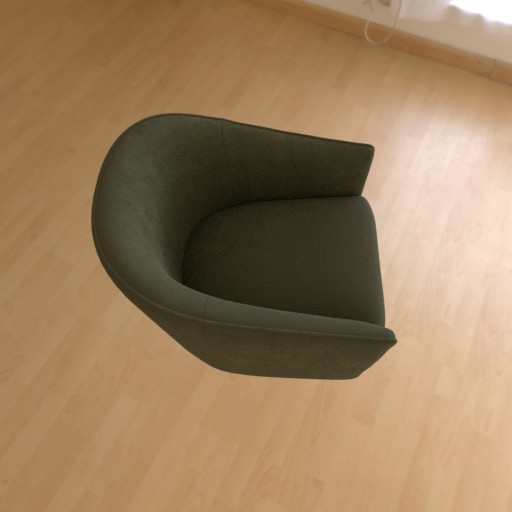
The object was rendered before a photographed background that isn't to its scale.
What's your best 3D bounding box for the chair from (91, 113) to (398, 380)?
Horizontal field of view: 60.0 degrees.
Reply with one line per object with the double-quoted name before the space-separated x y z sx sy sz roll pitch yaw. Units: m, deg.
"chair" 0.000 0.000 1.530 0.875 0.799 0.747 2 62 1
